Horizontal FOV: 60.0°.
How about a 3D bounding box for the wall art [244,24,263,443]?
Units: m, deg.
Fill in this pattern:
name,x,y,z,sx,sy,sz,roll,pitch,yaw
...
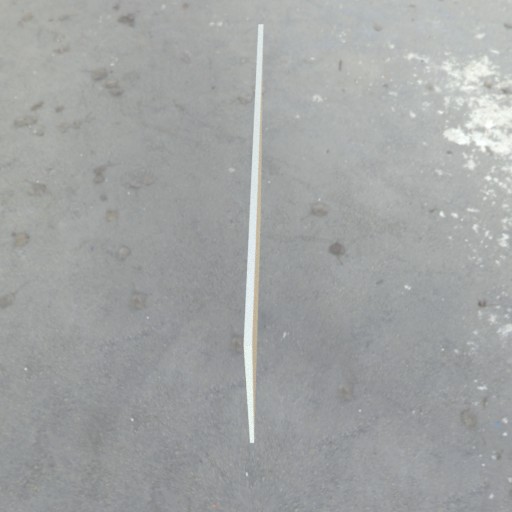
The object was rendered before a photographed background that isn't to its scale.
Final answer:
name,x,y,z,sx,sy,sz,roll,pitch,yaw
wall art,0.000,0.000,1.195,0.012,0.809,0.809,1,58,1
